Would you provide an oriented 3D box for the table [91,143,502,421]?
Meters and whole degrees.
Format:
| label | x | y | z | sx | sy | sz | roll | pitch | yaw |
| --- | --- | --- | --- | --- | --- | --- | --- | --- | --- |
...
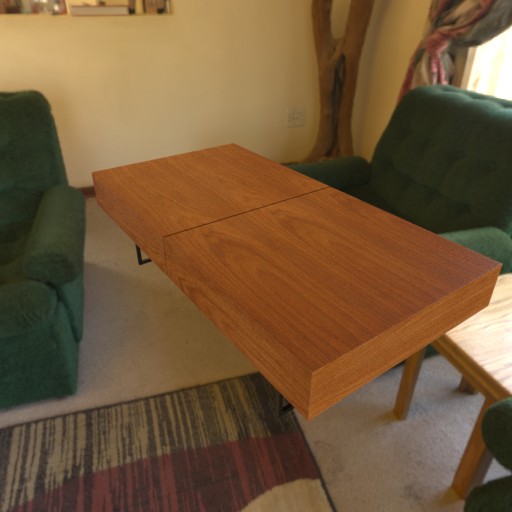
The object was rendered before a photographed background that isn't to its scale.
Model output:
| label | x | y | z | sx | sy | sz | roll | pitch | yaw |
| --- | --- | --- | --- | --- | --- | --- | --- | --- | --- |
| table | 0.000 | 0.000 | 1.419 | 0.610 | 0.330 | 1.194 | -20 | 37 | -30 |
